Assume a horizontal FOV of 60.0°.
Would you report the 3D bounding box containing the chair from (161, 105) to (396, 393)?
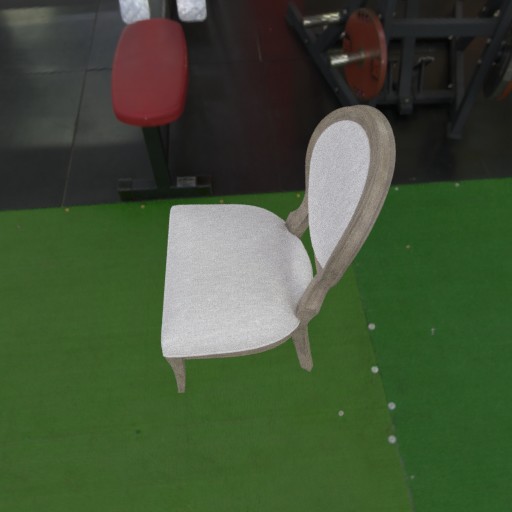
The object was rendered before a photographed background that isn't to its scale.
[{"bbox_3d":[0.000,0.000,1.375,0.602,0.990,0.558,-2,57,-2],"label":"chair"}]
